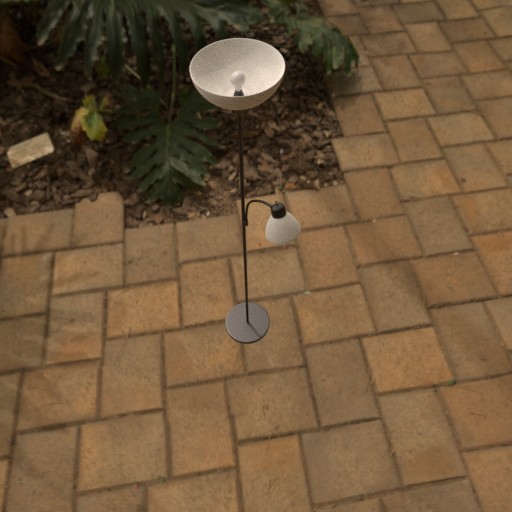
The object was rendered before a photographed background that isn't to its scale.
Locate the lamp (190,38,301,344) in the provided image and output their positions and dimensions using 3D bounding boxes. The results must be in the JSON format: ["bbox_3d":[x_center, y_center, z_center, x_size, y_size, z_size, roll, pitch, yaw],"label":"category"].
[{"bbox_3d":[0.000,0.000,1.980,0.279,1.804,0.442,-33,64,-19],"label":"lamp"}]
